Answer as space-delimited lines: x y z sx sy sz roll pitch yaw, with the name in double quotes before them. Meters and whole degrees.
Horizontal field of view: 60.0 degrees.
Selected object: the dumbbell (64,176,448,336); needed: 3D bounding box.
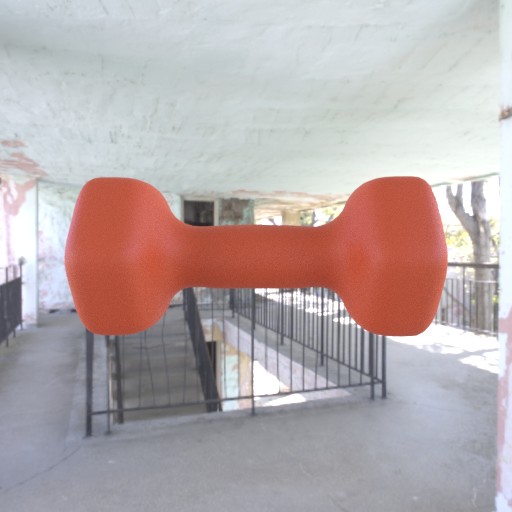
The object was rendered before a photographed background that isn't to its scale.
"dumbbell" 0.000 0.000 0.209 0.162 0.071 0.079 0 1 2
